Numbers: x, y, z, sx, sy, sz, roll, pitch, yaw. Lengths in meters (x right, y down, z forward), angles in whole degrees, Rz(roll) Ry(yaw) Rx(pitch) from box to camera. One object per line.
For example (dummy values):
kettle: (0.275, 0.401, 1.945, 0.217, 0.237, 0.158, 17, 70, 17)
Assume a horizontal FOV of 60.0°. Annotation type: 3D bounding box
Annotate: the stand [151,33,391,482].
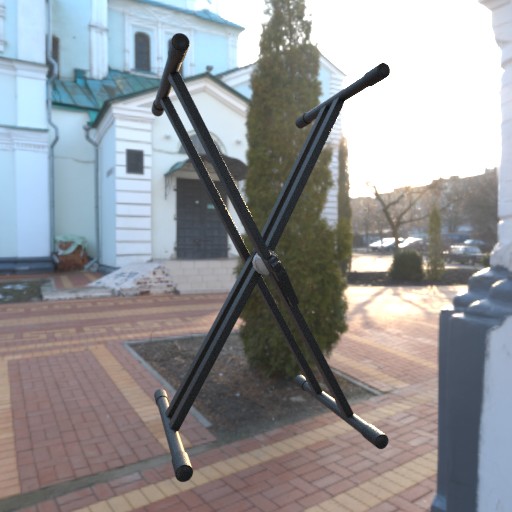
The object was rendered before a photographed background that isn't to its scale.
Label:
stand: (0.000, 0.000, 1.189, 0.503, 0.900, 0.495, -1, 2, -18)
